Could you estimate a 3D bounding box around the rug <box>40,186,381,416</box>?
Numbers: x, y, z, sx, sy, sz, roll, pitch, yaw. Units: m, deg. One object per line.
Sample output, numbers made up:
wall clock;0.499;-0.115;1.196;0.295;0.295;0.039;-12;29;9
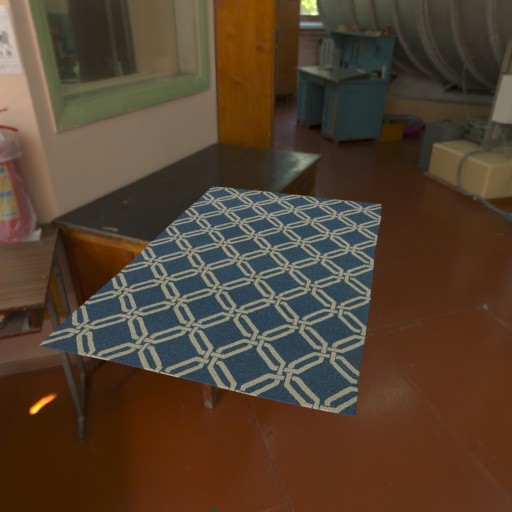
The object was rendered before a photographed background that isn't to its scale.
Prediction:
rug;0.000;0.000;2.211;1.153;0.010;1.755;8;30;14
